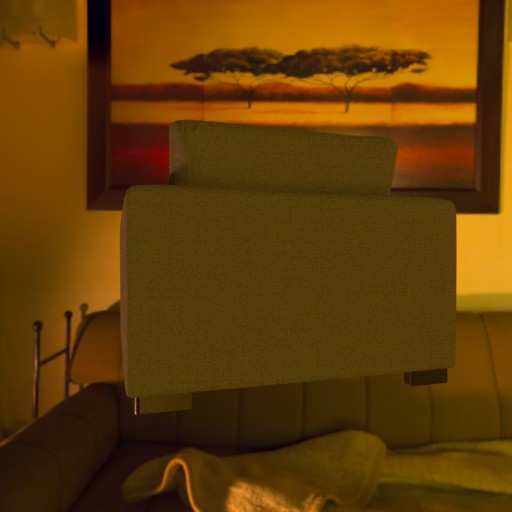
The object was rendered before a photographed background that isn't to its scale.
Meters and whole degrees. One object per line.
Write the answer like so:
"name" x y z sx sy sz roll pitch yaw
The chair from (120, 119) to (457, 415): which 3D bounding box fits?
"chair" 0.000 0.000 1.837 1.070 0.847 1.100 0 0 -18
